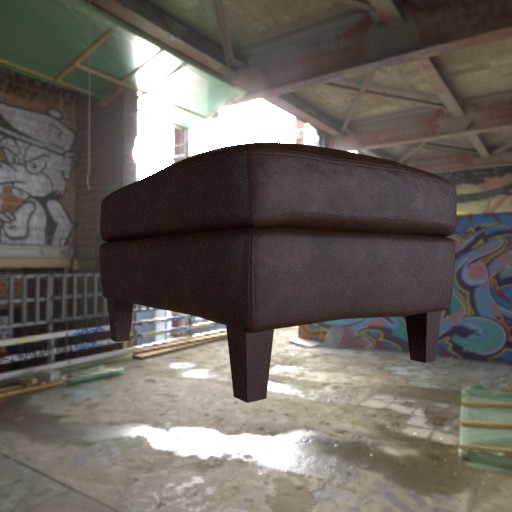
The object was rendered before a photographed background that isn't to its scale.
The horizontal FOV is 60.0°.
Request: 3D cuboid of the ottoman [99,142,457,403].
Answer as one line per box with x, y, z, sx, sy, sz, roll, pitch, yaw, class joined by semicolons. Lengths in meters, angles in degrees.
0.000;0.000;1.255;0.659;0.527;0.887;0;-1;-36;ottoman
